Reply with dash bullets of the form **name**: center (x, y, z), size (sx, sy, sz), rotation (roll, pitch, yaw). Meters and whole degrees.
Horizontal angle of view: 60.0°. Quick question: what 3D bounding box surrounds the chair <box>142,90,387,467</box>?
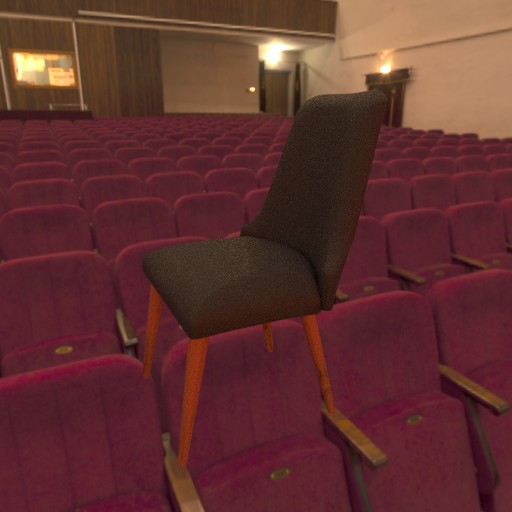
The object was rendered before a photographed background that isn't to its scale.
- **chair**: center (0.000, 0.000, 1.164), size (0.567, 0.820, 0.504), rotation (-8, 19, -24)
